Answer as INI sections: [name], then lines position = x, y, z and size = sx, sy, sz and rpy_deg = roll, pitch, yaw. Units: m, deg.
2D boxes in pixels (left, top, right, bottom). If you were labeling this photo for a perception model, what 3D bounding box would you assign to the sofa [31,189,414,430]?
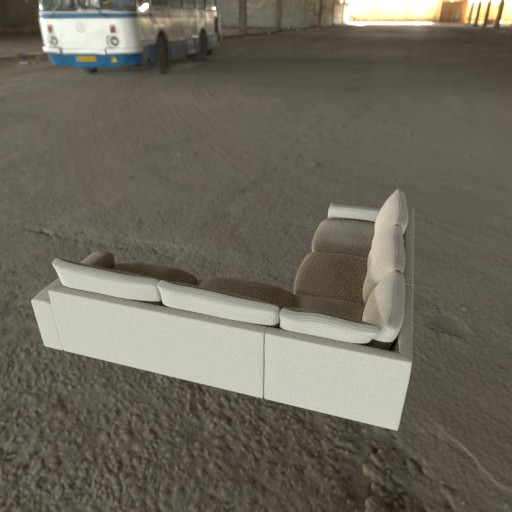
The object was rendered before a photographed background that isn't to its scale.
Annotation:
[sofa]
position = 0.000, 0.000, 4.808
size = 3.206, 0.918, 3.066
rpy_deg = 9, 30, 15
